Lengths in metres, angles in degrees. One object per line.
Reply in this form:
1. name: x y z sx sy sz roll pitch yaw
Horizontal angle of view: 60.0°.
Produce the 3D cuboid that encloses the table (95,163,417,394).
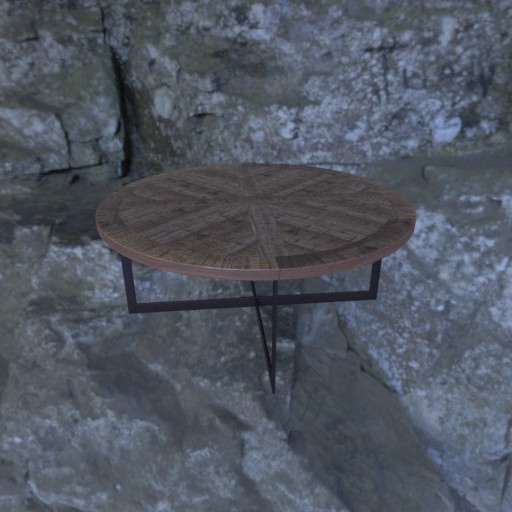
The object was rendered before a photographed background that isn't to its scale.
1. table: 0.000 0.000 1.946 1.264 0.516 1.264 0 25 0
